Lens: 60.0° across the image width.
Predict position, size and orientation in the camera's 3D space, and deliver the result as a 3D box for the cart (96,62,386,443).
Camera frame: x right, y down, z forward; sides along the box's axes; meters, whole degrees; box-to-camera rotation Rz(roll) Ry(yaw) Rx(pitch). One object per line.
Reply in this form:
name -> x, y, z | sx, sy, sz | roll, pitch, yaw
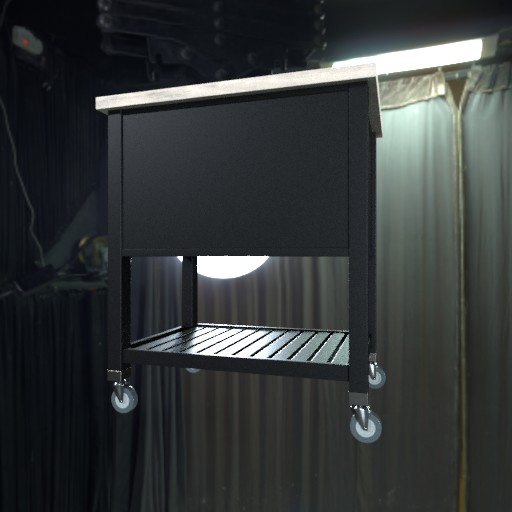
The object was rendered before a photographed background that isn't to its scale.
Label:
cart -> 0.000, 0.000, 1.436 | 0.797, 0.920, 0.567 | 0, 0, 17
